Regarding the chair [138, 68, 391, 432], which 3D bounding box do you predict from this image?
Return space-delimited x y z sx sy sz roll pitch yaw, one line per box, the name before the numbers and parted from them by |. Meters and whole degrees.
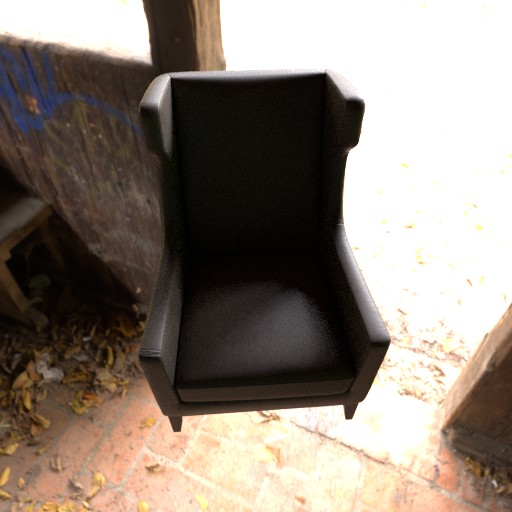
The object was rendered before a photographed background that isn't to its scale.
chair | 0.000 0.000 1.628 0.769 1.079 0.899 -3 46 -3
